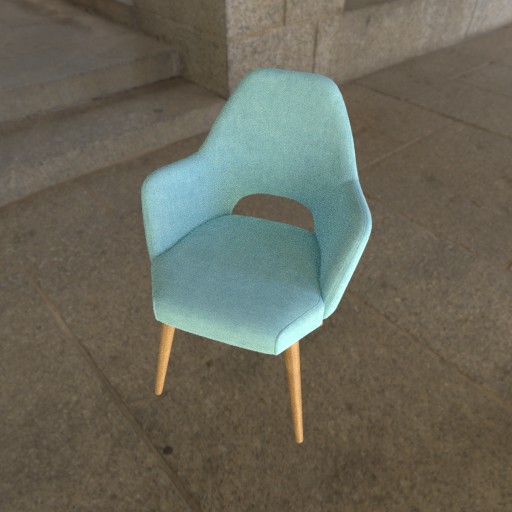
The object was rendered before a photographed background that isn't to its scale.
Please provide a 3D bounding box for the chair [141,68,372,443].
[{"bbox_3d":[0.000,0.000,1.254,0.590,0.840,0.610,13,43,15],"label":"chair"}]
